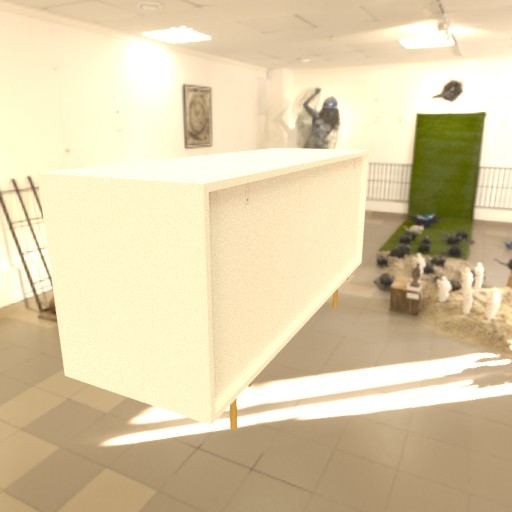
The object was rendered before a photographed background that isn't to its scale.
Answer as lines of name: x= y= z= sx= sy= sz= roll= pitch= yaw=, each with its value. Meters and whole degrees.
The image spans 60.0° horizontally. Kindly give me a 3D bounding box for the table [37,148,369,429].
table: x=0.000 y=0.000 z=1.775 sx=0.508 sy=0.769 sz=1.500 roll=8 pitch=18 yaw=25
